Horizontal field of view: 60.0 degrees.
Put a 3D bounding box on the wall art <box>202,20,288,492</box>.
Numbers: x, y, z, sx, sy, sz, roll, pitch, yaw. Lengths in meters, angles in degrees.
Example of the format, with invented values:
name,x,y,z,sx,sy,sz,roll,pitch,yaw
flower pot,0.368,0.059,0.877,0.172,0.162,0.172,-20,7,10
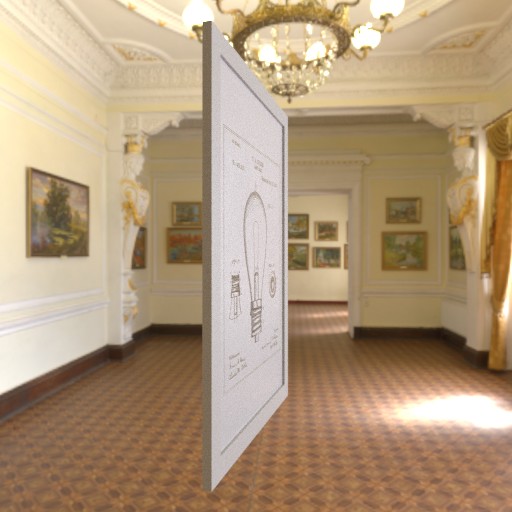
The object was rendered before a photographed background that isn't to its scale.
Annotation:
name,x,y,z,sx,sy,sz,roll,pitch,yaw
wall art,0.000,0.000,0.601,0.010,0.474,0.325,0,0,18
